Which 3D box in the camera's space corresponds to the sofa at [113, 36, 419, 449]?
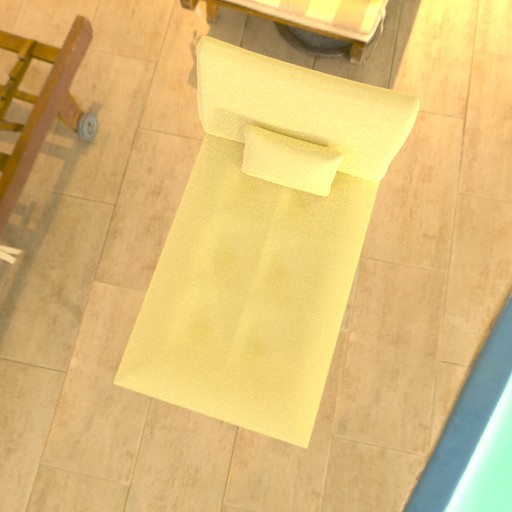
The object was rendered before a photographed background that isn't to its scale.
[{"bbox_3d":[0.000,0.000,1.971,0.930,0.820,1.450,17,78,4],"label":"sofa"}]
